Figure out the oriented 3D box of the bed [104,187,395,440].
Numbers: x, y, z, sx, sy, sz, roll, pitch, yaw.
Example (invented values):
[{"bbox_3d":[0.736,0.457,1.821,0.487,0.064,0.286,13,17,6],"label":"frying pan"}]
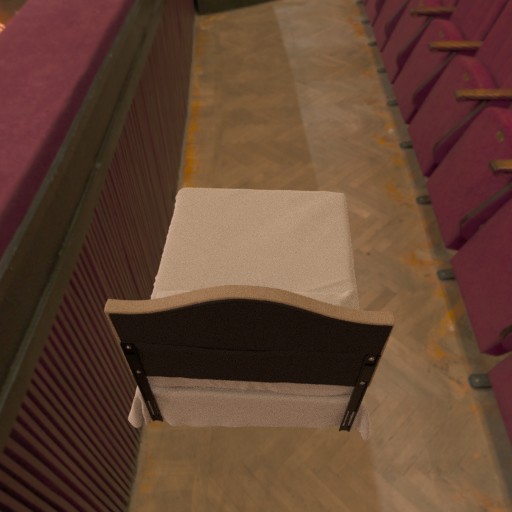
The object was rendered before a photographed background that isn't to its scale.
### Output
[{"bbox_3d":[0.000,0.000,3.541,1.876,1.645,2.221,2,48,2],"label":"bed"}]
